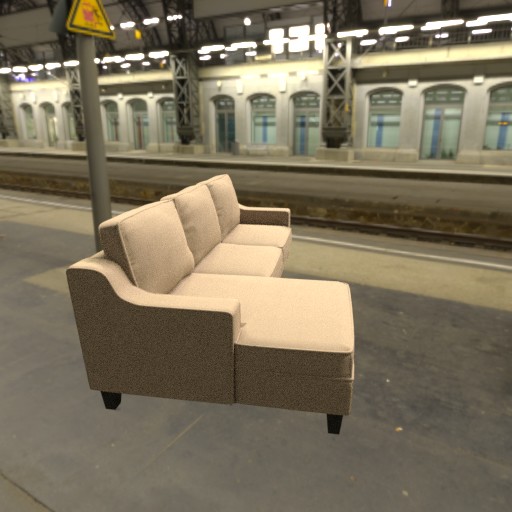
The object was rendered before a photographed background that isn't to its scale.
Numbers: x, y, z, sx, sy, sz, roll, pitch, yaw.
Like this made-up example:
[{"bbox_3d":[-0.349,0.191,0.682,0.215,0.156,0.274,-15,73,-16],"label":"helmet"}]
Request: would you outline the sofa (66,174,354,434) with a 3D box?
[{"bbox_3d":[0.000,0.000,3.141,1.294,0.928,2.561,3,16,9],"label":"sofa"}]
